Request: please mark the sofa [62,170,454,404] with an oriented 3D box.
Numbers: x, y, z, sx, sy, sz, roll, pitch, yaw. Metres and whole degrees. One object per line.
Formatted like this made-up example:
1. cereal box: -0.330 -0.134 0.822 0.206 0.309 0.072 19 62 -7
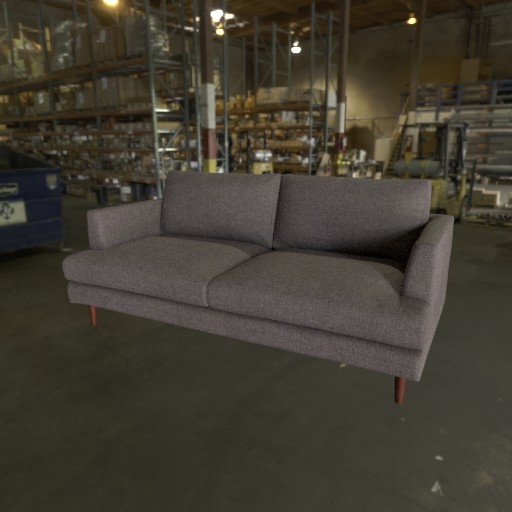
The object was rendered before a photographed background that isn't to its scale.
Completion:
1. sofa: 0.000 0.000 2.480 1.948 0.868 1.020 7 16 27
